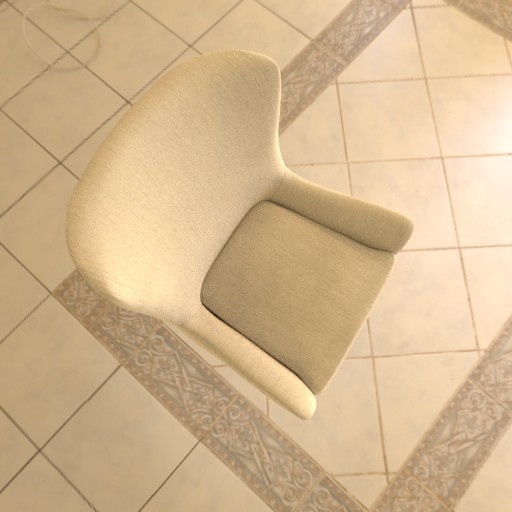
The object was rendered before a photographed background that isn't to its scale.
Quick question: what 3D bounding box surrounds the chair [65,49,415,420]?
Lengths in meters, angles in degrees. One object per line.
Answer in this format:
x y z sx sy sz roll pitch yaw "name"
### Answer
0.000 0.000 1.572 0.904 1.000 0.779 31 77 8 "chair"
